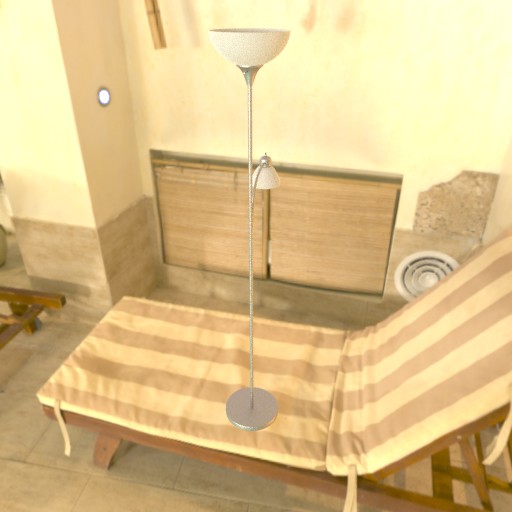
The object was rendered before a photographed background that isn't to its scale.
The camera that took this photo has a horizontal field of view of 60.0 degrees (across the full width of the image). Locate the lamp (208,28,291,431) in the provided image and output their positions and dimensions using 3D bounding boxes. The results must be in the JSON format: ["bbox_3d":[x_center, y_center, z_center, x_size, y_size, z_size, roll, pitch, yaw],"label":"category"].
[{"bbox_3d":[0.000,0.000,1.978,0.279,1.804,0.425,8,31,14],"label":"lamp"}]
